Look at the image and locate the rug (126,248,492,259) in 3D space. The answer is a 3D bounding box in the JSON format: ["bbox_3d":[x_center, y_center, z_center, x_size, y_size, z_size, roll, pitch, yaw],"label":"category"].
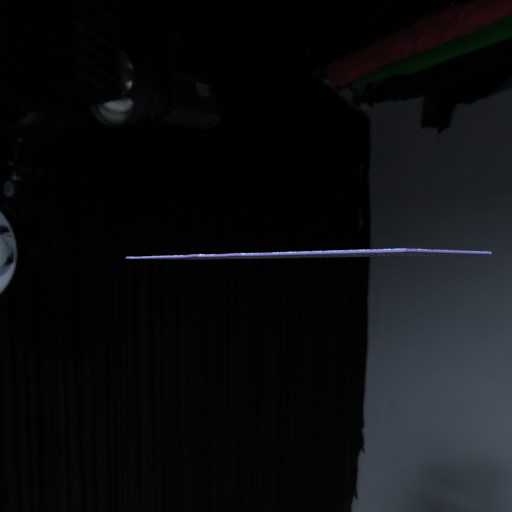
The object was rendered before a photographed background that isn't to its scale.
[{"bbox_3d":[0.000,0.000,2.463,0.602,0.016,2.283,1,-1,-38],"label":"rug"}]
